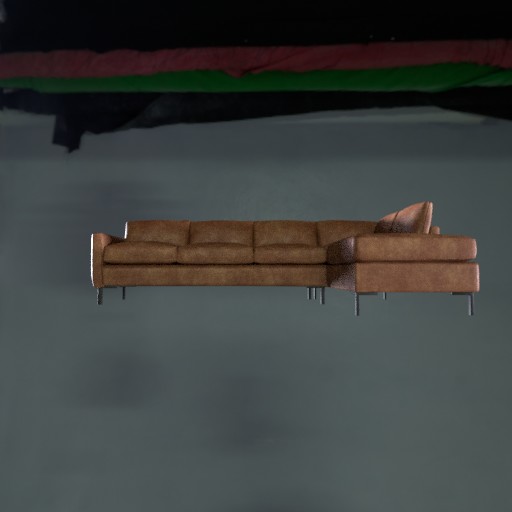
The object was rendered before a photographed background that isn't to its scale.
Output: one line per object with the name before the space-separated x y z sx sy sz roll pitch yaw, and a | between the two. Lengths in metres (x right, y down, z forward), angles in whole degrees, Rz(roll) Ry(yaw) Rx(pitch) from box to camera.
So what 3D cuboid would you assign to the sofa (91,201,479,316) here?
sofa | 0.000 0.000 3.918 2.984 0.877 1.938 0 -2 -1
